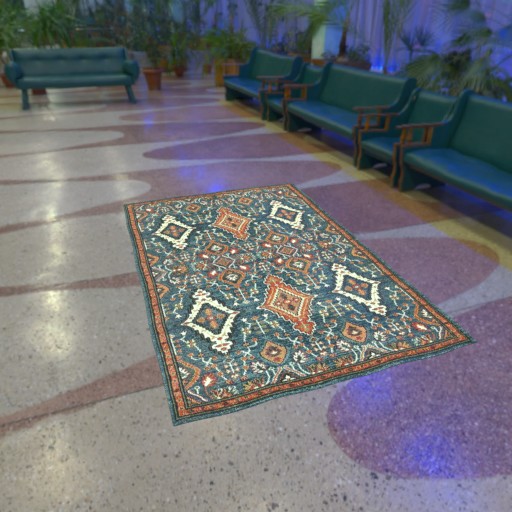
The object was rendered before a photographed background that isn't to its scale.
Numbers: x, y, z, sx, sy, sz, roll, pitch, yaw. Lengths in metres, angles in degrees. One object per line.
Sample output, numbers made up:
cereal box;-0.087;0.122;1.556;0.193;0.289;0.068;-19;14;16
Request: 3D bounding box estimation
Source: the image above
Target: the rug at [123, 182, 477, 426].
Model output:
rug;0.000;0.000;4.194;2.190;0.008;3.371;-10;32;-17
